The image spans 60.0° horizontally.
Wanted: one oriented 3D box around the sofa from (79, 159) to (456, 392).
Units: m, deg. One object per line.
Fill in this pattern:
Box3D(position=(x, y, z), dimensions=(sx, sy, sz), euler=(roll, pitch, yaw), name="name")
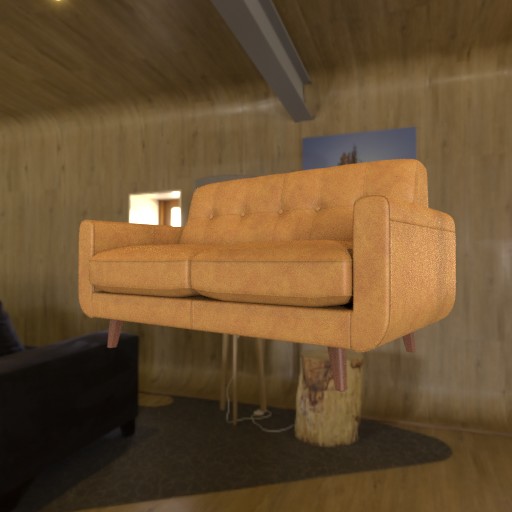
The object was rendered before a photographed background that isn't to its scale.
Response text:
Box3D(position=(0.000, 0.000, 2.191), dimensions=(1.651, 0.925, 0.952), euler=(0, -1, 36), name="sofa")
